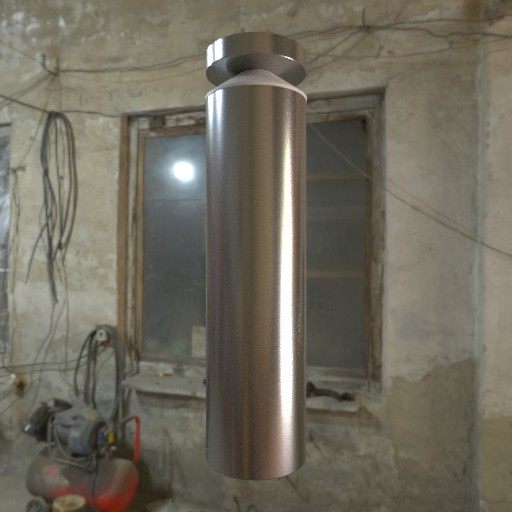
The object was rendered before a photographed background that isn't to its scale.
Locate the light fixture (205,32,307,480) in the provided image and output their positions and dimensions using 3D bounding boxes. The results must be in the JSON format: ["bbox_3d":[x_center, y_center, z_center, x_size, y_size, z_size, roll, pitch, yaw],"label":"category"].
[{"bbox_3d":[0.000,0.000,0.445,0.102,0.400,0.102,0,0,-17],"label":"light fixture"}]
